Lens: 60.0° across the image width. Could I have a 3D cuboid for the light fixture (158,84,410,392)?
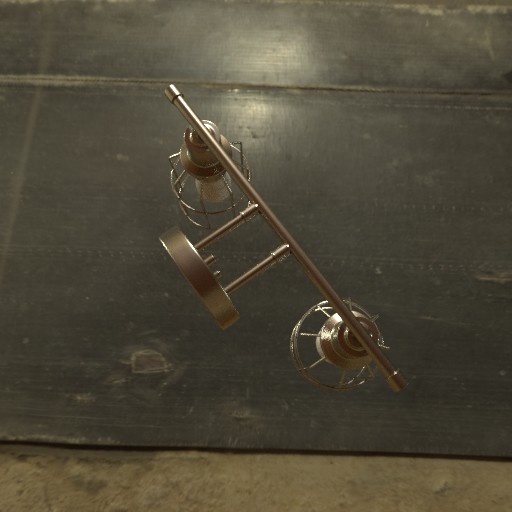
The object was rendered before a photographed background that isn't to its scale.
[{"bbox_3d":[0.000,0.000,0.531,0.165,0.254,0.406,-35,78,-9],"label":"light fixture"}]
